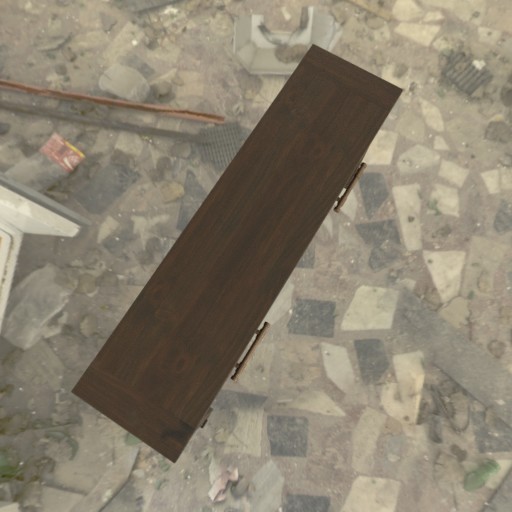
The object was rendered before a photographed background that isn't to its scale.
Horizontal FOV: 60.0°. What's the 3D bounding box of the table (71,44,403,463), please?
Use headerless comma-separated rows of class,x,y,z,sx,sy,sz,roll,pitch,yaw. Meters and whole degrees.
table,0.000,0.000,1.964,0.442,0.762,1.599,31,77,8
